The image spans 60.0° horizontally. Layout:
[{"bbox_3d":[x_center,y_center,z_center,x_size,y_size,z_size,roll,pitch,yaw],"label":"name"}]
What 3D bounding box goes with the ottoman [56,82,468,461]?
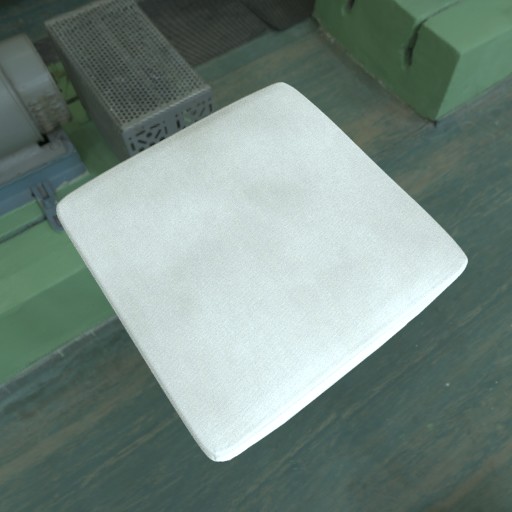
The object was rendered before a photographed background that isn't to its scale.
[{"bbox_3d":[0.000,0.000,1.346,0.843,0.441,0.842,-33,69,-15],"label":"ottoman"}]
